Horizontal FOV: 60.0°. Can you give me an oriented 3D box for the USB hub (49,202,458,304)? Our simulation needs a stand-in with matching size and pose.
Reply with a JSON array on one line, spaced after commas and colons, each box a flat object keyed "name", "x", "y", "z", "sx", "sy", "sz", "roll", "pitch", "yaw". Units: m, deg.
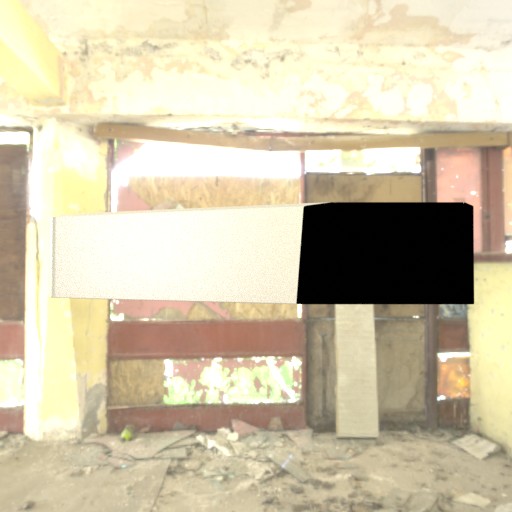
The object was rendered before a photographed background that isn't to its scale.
[{"name": "USB hub", "x": 0.000, "y": 0.000, "z": 0.126, "sx": 0.110, "sy": 0.023, "sz": 0.044, "roll": 0, "pitch": -1, "yaw": 18}]
